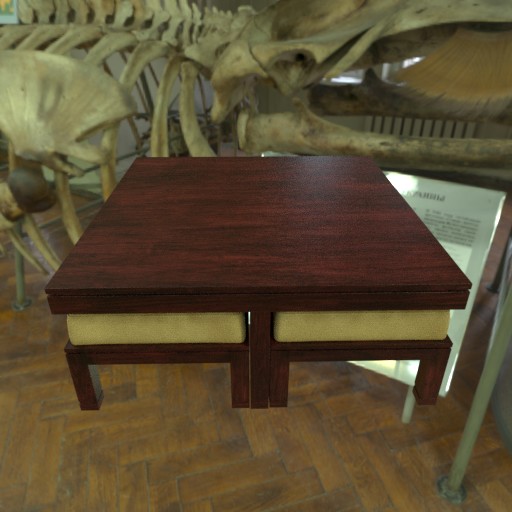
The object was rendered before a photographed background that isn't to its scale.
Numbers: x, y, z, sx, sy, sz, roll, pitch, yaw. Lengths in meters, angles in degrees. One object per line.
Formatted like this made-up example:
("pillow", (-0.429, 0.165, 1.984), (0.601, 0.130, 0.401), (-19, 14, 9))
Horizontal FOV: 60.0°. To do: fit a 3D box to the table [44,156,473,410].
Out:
("table", (0.000, 0.000, 1.358), (0.865, 0.356, 0.865), (-1, 30, -1))
